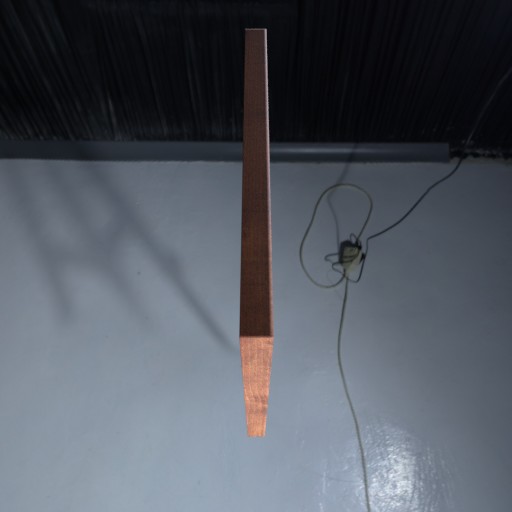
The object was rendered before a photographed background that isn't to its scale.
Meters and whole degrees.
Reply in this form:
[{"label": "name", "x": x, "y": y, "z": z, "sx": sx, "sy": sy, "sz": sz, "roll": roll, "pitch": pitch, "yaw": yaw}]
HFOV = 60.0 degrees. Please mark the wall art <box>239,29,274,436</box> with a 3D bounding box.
[{"label": "wall art", "x": 0.000, "y": 0.000, "z": 0.850, "sx": 0.037, "sy": 0.572, "sz": 0.554, "roll": 0, "pitch": 58, "yaw": 0}]
